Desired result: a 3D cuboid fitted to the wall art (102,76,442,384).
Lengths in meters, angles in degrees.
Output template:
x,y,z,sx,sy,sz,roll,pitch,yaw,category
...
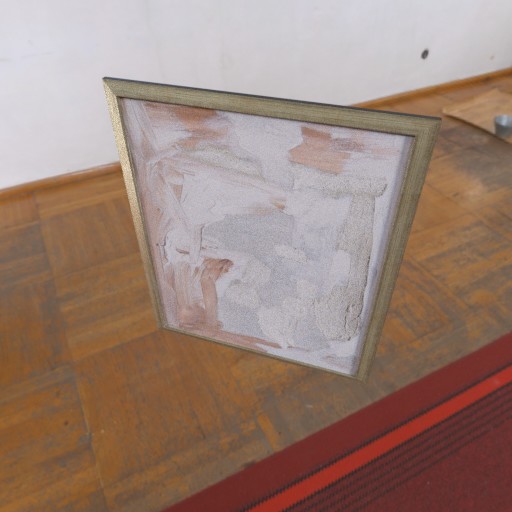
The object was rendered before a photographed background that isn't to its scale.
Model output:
x,y,z,sx,sy,sz,roll,pitch,yaw,category
0.000,0.000,0.914,0.559,0.660,0.018,12,42,14,wall art
